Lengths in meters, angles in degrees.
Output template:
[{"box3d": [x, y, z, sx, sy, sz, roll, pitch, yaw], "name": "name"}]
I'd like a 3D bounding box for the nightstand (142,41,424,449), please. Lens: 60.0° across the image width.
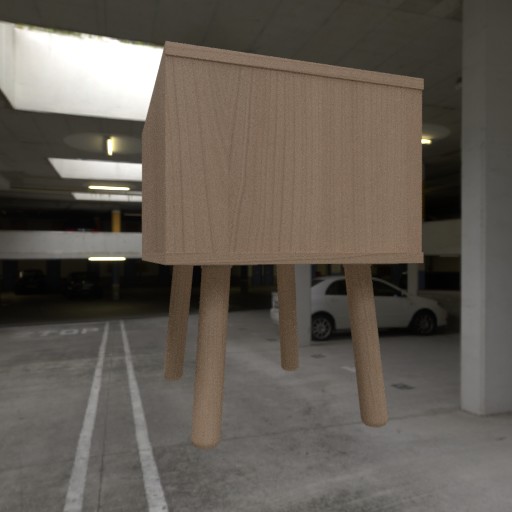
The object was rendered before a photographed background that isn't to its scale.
[{"box3d": [0.000, 0.000, 0.818, 0.380, 0.530, 0.450, 0, 0, -18], "name": "nightstand"}]
